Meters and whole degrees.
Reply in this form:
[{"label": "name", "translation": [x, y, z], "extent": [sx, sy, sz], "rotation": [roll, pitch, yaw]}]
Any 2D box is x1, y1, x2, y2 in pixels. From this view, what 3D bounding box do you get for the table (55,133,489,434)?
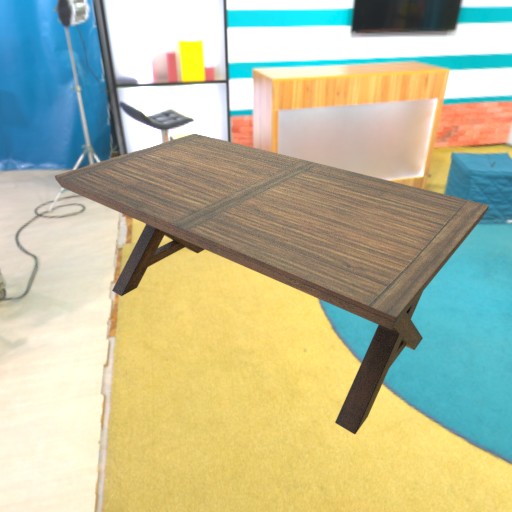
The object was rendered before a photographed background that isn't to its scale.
[{"label": "table", "translation": [0.000, 0.000, 2.465], "extent": [1.966, 0.793, 1.071], "rotation": [22, 38, 32]}]
